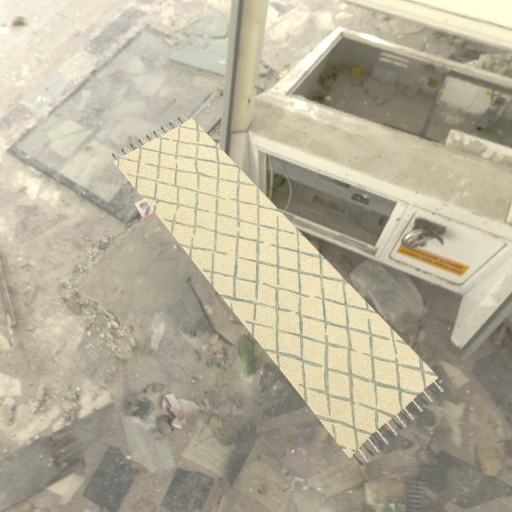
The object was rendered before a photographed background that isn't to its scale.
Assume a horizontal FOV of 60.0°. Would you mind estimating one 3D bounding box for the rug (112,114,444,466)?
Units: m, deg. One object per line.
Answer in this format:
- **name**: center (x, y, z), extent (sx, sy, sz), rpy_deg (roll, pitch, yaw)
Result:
- **rug**: center (0.000, 0.000, 2.582), extent (0.620, 0.008, 2.372), rpy_deg (-35, 68, -16)
